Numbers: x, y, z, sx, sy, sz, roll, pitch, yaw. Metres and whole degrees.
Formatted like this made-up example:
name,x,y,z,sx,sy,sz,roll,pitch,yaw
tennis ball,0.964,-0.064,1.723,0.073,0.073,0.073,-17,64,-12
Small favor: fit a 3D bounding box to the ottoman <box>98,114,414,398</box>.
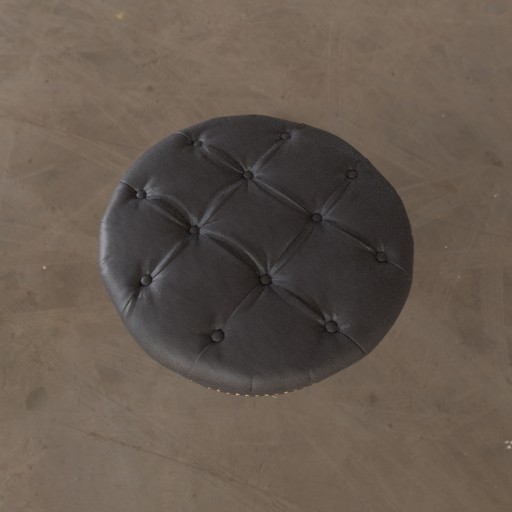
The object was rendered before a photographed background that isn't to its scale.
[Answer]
name,x,y,z,sx,sy,sz,roll,pitch,yaw
ottoman,0.000,0.000,1.401,0.901,0.439,0.901,0,62,0
